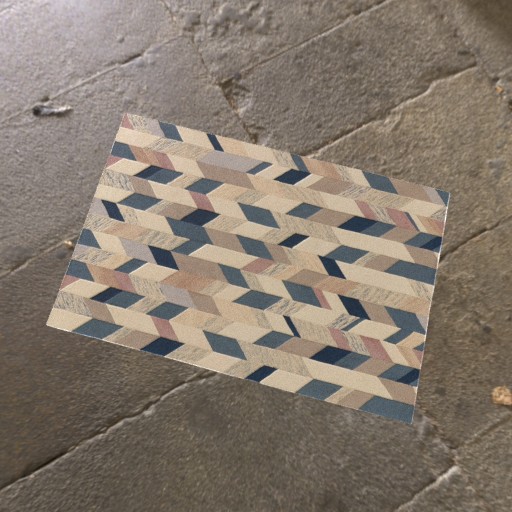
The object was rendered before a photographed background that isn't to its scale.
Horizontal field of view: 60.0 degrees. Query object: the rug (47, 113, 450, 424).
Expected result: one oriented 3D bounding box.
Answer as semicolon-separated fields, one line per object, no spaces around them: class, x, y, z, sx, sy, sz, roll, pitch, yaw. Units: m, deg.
rug;0.000;0.000;2.254;1.813;0.006;1.202;14;77;3
